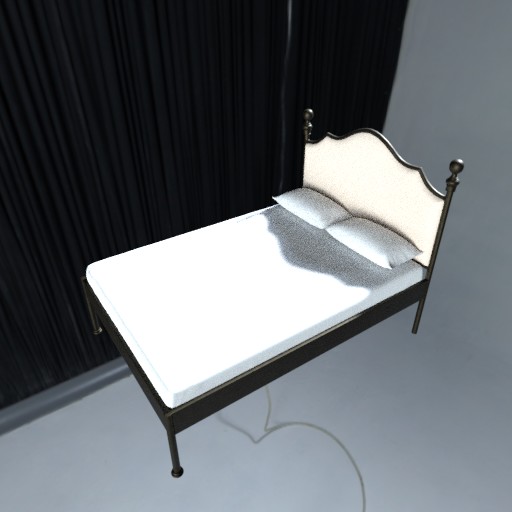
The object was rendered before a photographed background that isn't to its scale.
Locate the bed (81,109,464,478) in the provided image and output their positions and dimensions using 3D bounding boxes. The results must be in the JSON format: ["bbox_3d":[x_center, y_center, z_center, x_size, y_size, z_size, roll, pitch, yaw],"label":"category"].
[{"bbox_3d":[0.000,0.000,3.171,2.170,1.462,1.533,-20,38,-28],"label":"bed"}]
